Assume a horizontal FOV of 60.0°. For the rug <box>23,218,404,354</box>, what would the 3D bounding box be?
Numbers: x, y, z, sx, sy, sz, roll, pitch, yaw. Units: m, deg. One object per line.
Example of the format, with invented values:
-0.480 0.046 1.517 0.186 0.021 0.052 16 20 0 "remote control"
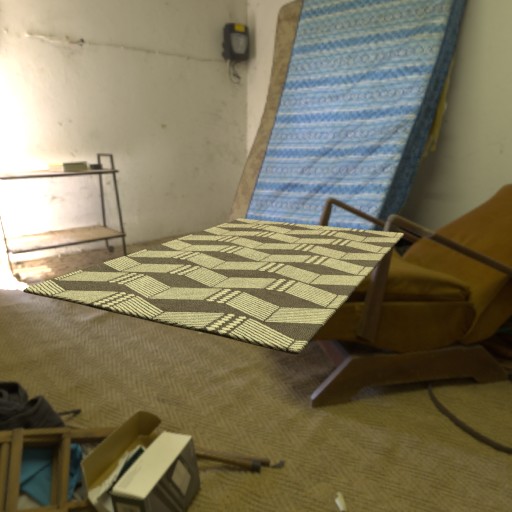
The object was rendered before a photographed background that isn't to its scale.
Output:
0.000 0.000 2.325 1.210 0.016 1.833 7 17 26 "rug"
